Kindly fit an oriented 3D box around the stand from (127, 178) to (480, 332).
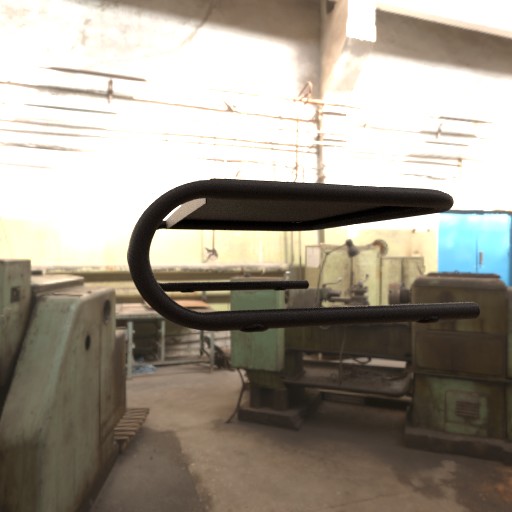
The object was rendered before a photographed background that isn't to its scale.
[{"bbox_3d":[0.000,0.000,0.501,0.280,0.108,0.370,0,0,-16],"label":"stand"}]
